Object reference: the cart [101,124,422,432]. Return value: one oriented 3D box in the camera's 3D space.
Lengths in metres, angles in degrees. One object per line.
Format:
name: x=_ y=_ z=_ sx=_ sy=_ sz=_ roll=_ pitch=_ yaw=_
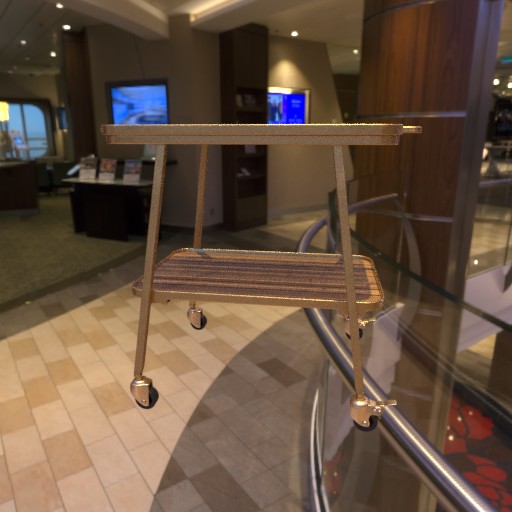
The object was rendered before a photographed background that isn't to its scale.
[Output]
cart: x=0.000 y=0.000 z=1.241 sx=0.806 sy=0.700 sz=0.524 roll=2 pitch=16 yaw=9
